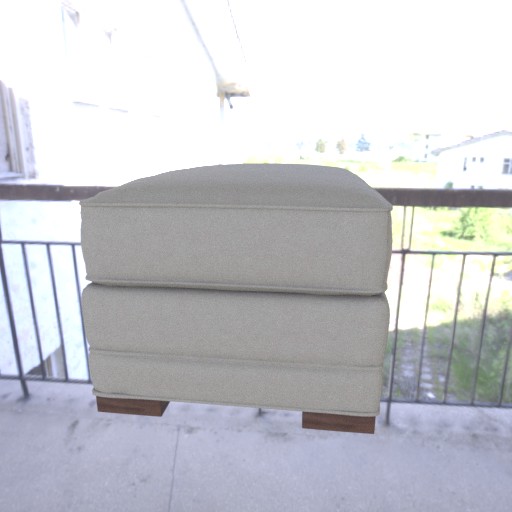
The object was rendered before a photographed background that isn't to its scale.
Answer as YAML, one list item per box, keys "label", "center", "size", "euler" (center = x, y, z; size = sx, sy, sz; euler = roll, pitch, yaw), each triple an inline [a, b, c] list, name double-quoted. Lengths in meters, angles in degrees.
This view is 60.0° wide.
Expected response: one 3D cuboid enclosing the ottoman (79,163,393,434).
- label: "ottoman"
  center: [0.000, 0.000, 1.218]
  size: [0.611, 0.482, 0.848]
  euler: [2, 15, 7]
